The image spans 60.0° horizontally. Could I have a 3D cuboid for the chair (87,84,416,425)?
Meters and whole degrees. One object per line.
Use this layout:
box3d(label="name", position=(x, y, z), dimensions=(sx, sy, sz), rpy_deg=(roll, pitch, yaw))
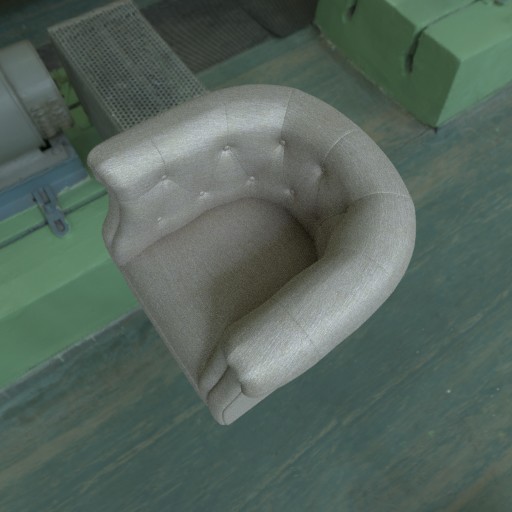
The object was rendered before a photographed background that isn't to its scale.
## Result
box3d(label="chair", position=(0.000, 0.000, 1.576), dimensions=(0.852, 0.827, 0.905), rpy_deg=(-33, 68, -15))
